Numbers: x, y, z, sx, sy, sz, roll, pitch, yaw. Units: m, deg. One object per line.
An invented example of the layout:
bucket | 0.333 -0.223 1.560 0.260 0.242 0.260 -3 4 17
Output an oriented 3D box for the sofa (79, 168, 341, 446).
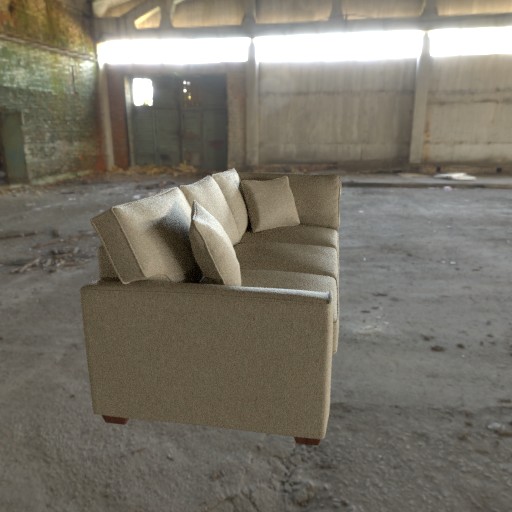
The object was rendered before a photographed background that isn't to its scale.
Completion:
sofa | 0.000 0.000 2.810 1.061 0.962 2.317 3 15 9
